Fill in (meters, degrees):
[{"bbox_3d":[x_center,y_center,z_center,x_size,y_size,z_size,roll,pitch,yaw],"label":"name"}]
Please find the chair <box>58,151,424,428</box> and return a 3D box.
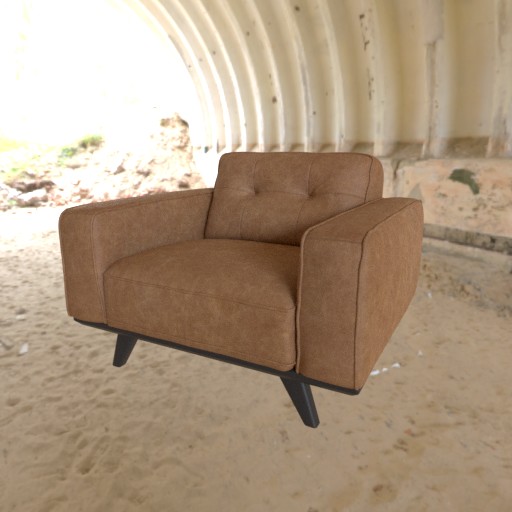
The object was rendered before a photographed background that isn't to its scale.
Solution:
[{"bbox_3d":[0.000,0.000,1.720,1.118,0.782,0.952,7,16,27],"label":"chair"}]
